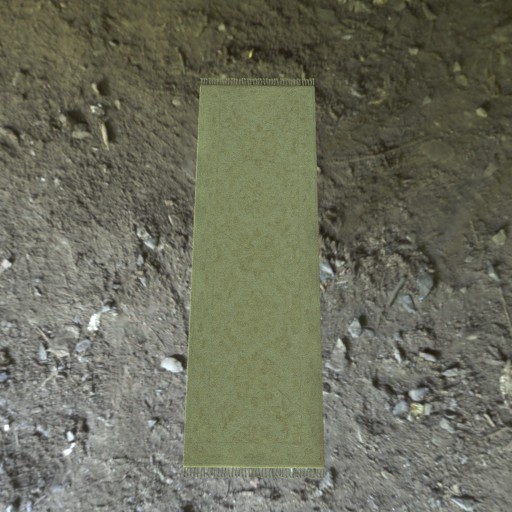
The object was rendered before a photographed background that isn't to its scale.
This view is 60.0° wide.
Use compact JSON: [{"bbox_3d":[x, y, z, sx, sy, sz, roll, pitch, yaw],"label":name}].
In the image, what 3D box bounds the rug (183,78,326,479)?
[{"bbox_3d":[0.000,0.000,2.775,0.795,0.015,2.544,1,76,0],"label":"rug"}]
